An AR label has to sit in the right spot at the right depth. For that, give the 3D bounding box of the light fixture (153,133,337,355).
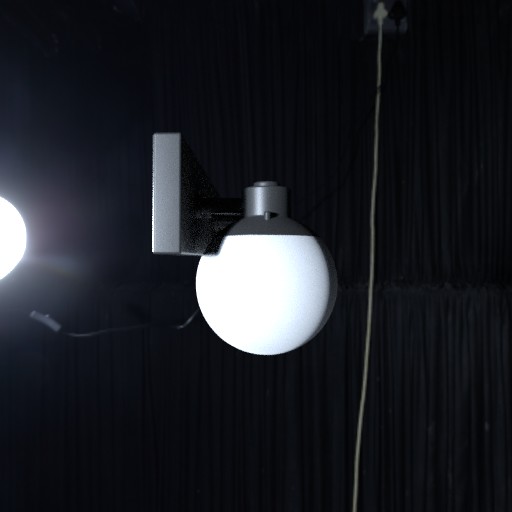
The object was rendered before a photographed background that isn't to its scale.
[{"bbox_3d":[0.000,0.000,0.838,0.218,0.263,0.721,0,0,0],"label":"light fixture"}]
